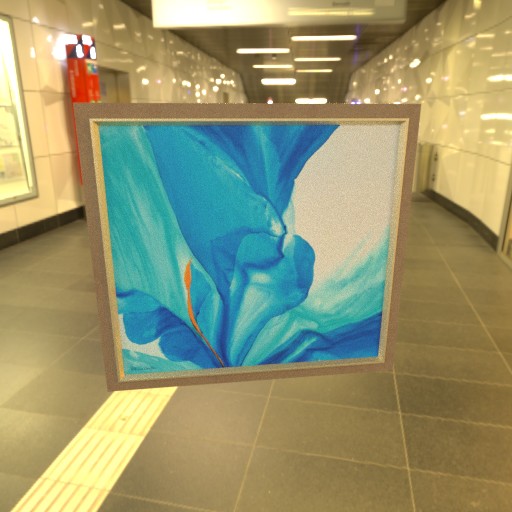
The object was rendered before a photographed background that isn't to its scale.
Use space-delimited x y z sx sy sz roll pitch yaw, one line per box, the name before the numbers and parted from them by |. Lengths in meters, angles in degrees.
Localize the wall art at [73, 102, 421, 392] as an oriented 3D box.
wall art | 0.000 0.000 1.637 1.168 1.067 0.025 -2 18 -7
